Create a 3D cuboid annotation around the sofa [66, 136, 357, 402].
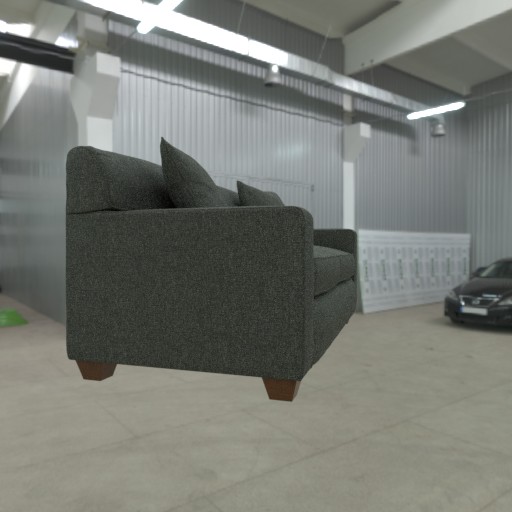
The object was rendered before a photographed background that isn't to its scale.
[{"bbox_3d":[0.000,0.000,2.442,0.998,0.958,1.846,0,1,18],"label":"sofa"}]
